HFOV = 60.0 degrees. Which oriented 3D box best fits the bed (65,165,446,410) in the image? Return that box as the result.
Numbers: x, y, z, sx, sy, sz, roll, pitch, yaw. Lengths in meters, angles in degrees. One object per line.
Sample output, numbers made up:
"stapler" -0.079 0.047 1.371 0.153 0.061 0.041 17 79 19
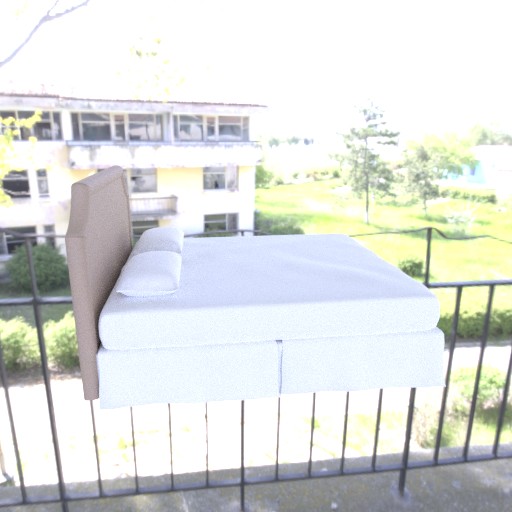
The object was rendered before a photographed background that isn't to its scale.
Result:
"bed" 0.000 0.000 4.181 2.773 1.590 2.350 -2 16 -7
